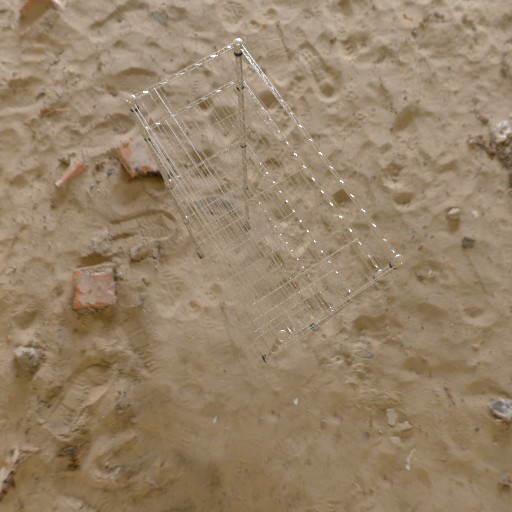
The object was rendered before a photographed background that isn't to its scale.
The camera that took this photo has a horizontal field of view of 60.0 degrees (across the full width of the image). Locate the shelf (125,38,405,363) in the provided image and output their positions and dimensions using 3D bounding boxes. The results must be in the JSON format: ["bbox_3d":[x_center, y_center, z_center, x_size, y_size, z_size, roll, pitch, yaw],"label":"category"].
[{"bbox_3d":[0.000,0.000,1.856,0.356,1.587,0.762,-31,77,-8],"label":"shelf"}]
